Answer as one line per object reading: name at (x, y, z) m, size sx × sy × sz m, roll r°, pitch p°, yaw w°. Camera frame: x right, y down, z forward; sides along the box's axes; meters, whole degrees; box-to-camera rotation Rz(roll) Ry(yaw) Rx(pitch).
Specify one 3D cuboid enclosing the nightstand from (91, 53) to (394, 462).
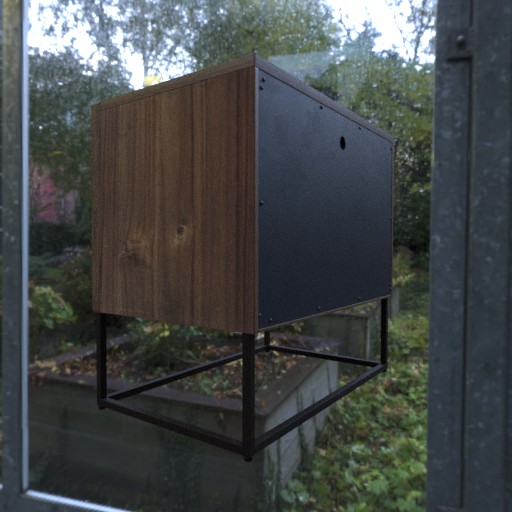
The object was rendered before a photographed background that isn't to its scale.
nightstand at (0.000, 0.000, 1.027) m, size 0.437 × 0.610 × 0.610 m, roll 1°, pitch 2°, yaw 36°
